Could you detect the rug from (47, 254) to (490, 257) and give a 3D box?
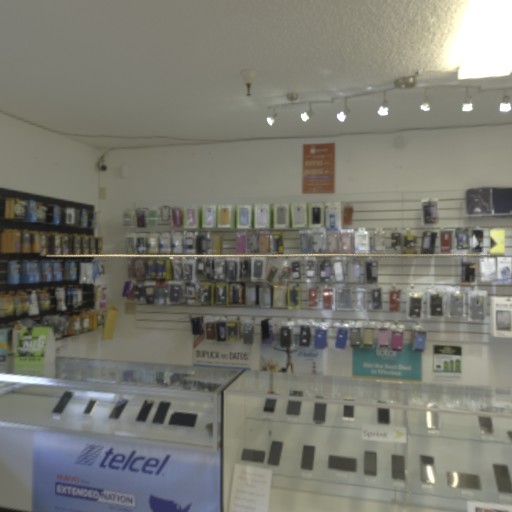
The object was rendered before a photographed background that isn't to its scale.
[{"bbox_3d":[0.000,0.000,2.721,2.442,0.016,0.770,0,0,17],"label":"rug"}]
